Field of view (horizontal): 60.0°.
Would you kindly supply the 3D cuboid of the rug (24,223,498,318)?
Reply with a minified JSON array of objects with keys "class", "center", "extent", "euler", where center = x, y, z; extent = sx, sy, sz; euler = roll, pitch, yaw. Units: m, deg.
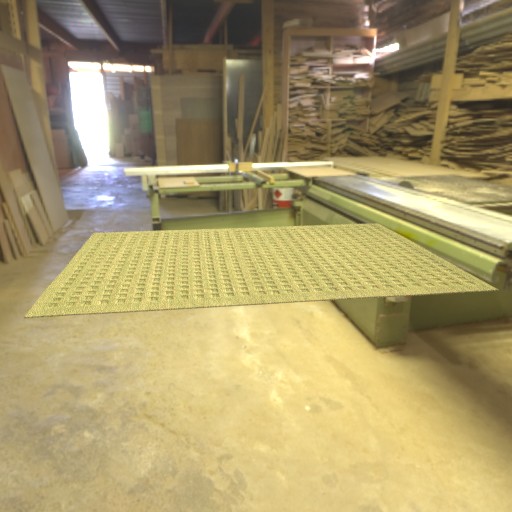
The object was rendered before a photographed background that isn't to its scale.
[{"class":"rug","center":[0.000,0.000,2.830],"extent":[2.297,0.007,1.529],"euler":[-2,17,-8]}]
